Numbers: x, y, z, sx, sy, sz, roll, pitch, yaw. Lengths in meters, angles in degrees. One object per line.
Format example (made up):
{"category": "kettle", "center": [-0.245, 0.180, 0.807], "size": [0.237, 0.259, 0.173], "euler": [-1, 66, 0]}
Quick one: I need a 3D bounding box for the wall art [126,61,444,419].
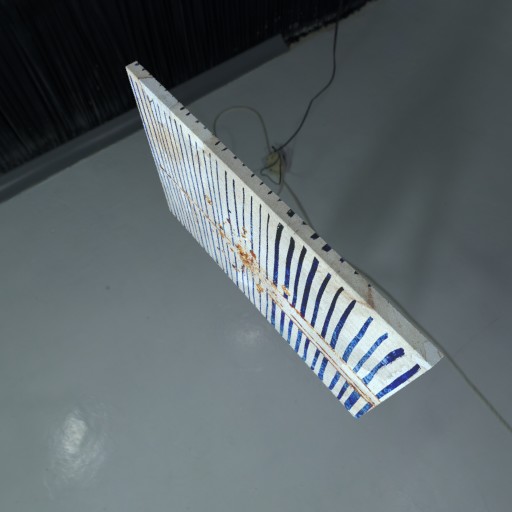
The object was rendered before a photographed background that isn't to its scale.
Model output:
{"category": "wall art", "center": [0.000, 0.000, 1.151], "size": [0.030, 0.609, 0.919], "euler": [-37, 68, -17]}
